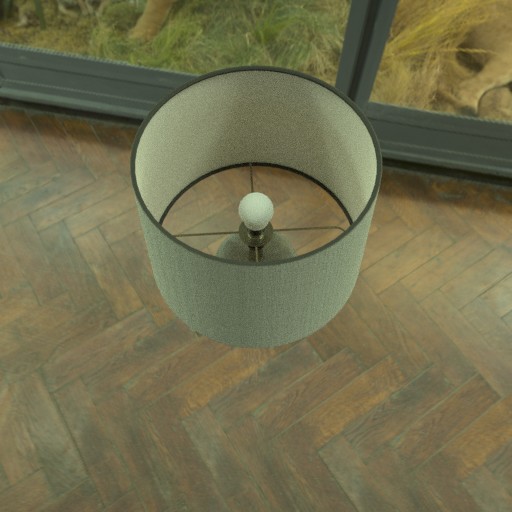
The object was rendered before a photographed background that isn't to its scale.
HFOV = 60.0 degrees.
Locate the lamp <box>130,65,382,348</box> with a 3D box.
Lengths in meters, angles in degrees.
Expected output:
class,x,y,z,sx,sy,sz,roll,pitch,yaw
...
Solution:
class,x,y,z,sx,sy,sz,roll,pitch,yaw
lamp,0.000,0.000,0.838,0.376,0.594,0.376,0,63,0
